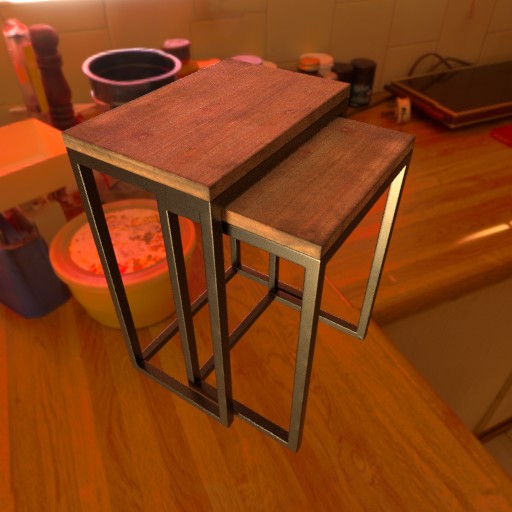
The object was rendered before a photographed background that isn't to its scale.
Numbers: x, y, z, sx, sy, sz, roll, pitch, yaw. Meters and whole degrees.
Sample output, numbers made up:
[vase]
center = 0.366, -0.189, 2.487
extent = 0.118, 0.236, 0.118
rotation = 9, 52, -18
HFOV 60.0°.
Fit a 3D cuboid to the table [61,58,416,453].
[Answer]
[table]
center = 0.000, 0.000, 0.937
extent = 0.460, 0.615, 0.456
rotation = 25, 47, 26
